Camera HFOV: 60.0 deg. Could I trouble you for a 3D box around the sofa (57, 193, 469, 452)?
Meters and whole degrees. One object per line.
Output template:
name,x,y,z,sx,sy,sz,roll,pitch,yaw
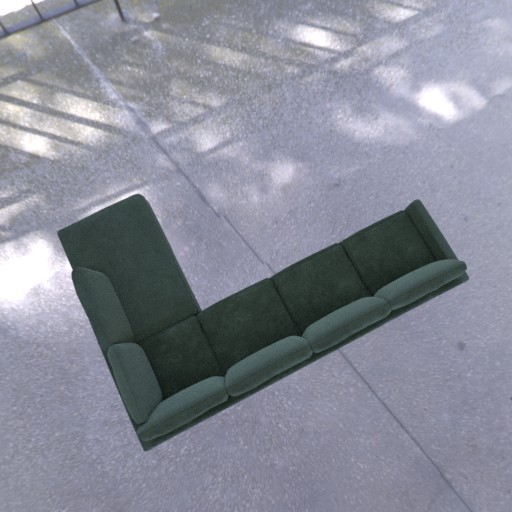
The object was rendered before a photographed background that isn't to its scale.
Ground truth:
sofa,0.000,0.000,3.242,2.486,0.687,1.707,-26,77,-6
